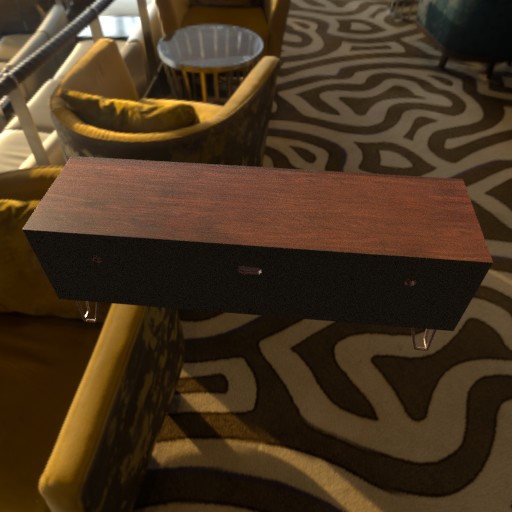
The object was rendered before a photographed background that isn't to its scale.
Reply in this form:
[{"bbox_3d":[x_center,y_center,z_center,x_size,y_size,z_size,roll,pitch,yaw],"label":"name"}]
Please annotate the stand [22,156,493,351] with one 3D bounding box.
[{"bbox_3d":[0.000,0.000,1.908,1.626,0.610,0.481,4,47,4],"label":"stand"}]
